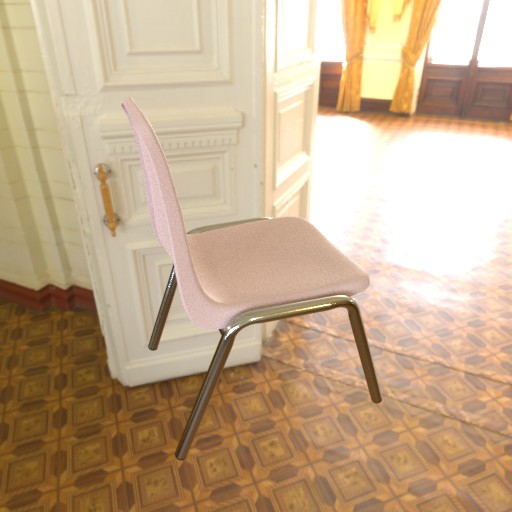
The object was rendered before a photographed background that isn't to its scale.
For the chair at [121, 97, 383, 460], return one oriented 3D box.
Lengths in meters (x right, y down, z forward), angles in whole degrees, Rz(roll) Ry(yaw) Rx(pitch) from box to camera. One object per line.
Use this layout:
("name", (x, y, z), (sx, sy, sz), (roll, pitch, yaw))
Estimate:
("chair", (0.000, 0.000, 0.837), (0.423, 0.586, 0.354), (-11, 31, -18))
